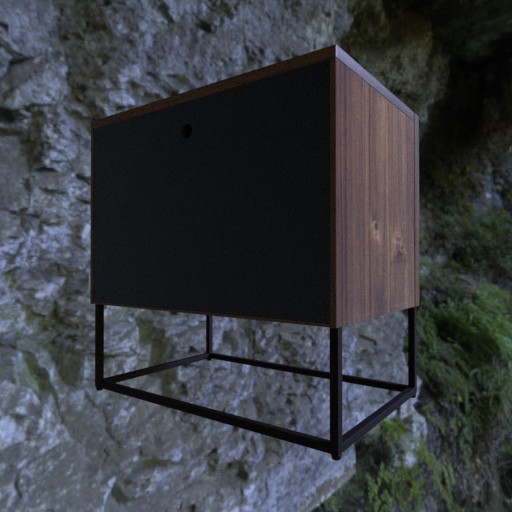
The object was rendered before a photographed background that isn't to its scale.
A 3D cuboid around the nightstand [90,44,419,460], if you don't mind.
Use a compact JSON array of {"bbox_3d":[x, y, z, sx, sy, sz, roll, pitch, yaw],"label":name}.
[{"bbox_3d":[0.000,0.000,0.996,0.610,0.610,0.437,0,-1,36],"label":"nightstand"}]
